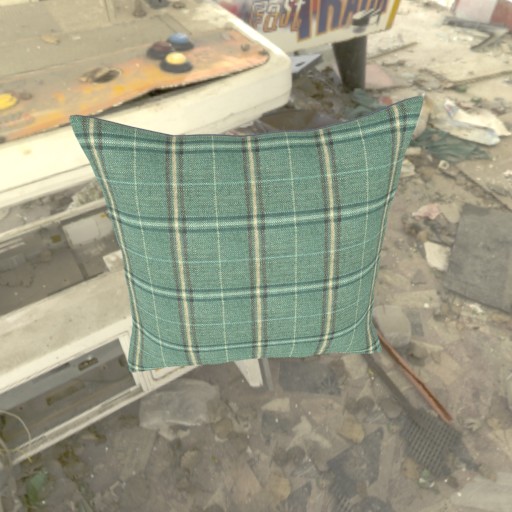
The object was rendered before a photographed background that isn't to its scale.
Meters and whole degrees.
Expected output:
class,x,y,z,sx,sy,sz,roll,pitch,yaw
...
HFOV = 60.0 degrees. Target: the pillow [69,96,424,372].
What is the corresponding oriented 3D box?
class,x,y,z,sx,sy,sz,roll,pitch,yaw
pillow,0.000,0.000,0.675,0.453,0.430,0.200,-4,46,-4
